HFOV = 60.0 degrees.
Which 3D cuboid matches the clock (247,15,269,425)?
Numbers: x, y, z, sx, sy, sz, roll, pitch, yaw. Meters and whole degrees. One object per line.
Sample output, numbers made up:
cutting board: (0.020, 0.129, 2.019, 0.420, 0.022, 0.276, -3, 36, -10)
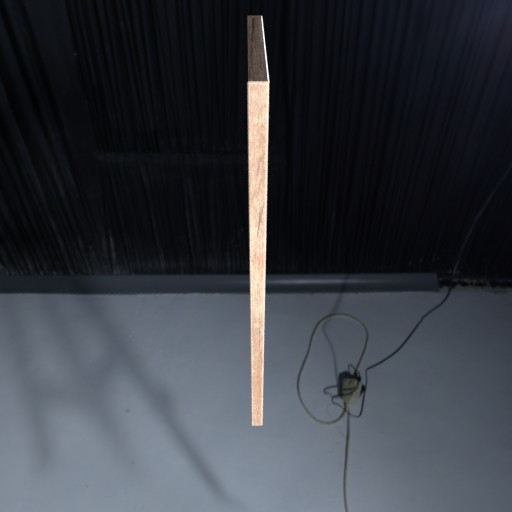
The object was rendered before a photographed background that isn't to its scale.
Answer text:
clock: (0.000, 0.000, 1.071, 0.030, 0.965, 0.361, -1, 41, -1)
